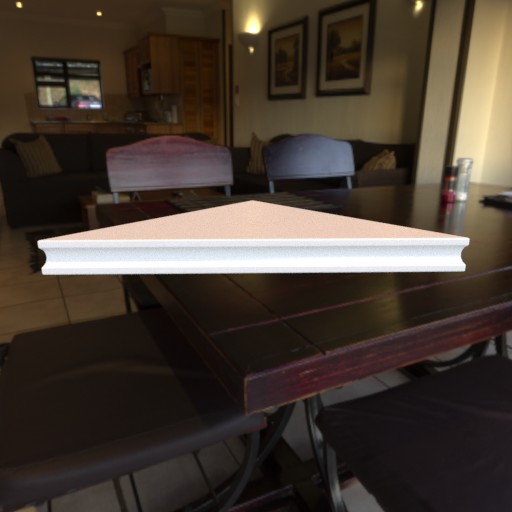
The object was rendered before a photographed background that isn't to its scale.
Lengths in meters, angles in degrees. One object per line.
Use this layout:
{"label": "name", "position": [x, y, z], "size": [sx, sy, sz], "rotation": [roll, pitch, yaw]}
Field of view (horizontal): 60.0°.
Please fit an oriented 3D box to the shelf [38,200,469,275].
{"label": "shelf", "position": [0.000, 0.000, 0.432], "size": [0.296, 0.035, 0.296], "rotation": [16, 23, 41]}
